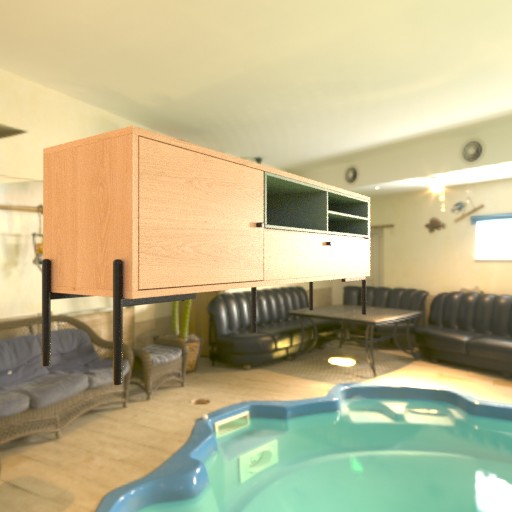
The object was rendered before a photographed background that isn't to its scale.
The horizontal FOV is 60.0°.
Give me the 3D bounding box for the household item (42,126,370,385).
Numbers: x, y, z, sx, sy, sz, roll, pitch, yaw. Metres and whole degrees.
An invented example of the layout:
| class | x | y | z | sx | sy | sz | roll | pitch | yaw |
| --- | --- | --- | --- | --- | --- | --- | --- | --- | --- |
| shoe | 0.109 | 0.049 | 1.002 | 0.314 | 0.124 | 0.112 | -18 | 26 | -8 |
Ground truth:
| class | x | y | z | sx | sy | sz | roll | pitch | yaw |
| --- | --- | --- | --- | --- | --- | --- | --- | --- | --- |
| household item | 0.000 | 0.000 | 1.743 | 0.400 | 0.600 | 1.550 | 0 | 0 | 35 |
